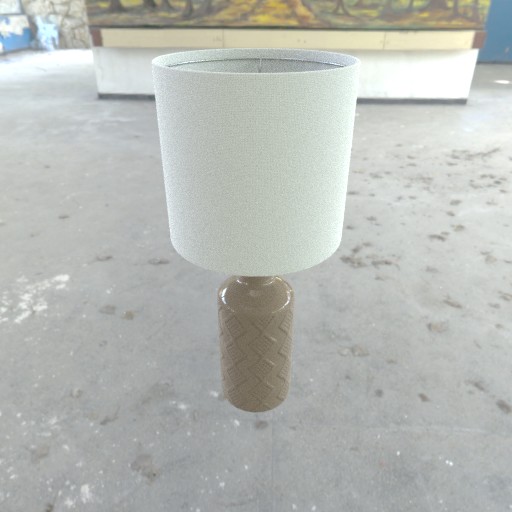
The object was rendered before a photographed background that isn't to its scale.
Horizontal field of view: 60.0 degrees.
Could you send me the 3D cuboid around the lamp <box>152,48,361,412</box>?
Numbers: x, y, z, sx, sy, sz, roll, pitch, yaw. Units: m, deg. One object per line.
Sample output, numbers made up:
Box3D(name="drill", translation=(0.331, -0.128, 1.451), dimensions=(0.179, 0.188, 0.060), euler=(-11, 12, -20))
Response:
Box3D(name="lamp", translation=(0.000, 0.000, 0.562), dimensions=(0.207, 0.461, 0.207), euler=(2, 30, 3))
